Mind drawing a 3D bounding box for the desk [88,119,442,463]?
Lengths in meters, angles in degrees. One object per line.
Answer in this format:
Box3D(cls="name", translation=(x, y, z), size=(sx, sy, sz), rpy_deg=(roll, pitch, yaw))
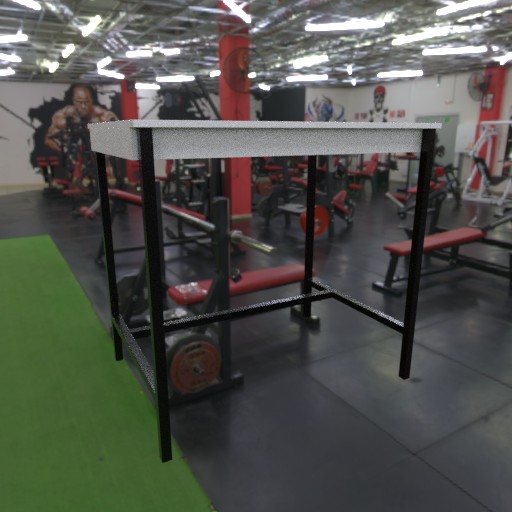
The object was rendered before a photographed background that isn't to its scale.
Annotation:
Box3D(cls="desk", translation=(0.000, 0.000, 1.339), size=(0.811, 0.766, 0.573), rpy_deg=(-8, 18, -27))
